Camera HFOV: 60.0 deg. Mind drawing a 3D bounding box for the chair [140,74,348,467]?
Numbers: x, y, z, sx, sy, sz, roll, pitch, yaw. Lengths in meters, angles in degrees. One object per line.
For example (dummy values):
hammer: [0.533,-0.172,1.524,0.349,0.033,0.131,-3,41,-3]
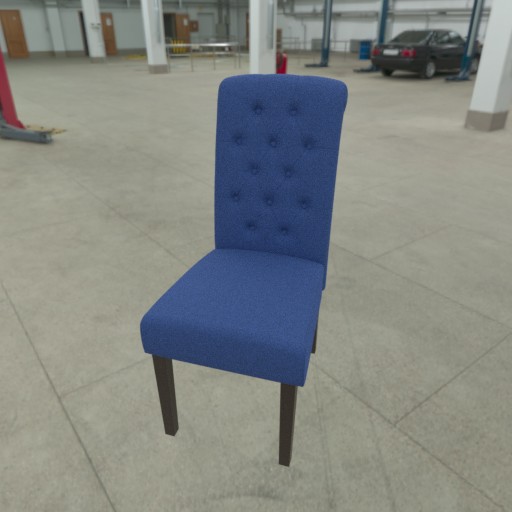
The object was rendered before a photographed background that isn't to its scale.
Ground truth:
chair: [0.000,0.000,1.383,0.456,1.006,0.671,8,29,15]
